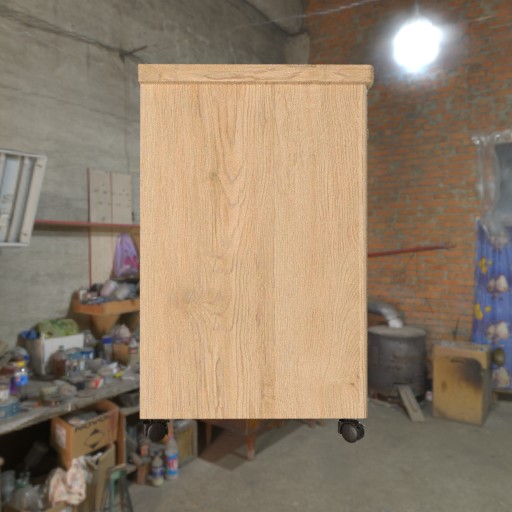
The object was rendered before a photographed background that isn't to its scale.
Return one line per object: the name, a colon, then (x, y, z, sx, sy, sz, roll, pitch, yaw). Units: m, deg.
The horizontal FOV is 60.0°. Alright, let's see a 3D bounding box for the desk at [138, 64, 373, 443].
desk: (0.000, 0.000, 1.335, 0.480, 0.770, 0.885, 0, 0, 0)
